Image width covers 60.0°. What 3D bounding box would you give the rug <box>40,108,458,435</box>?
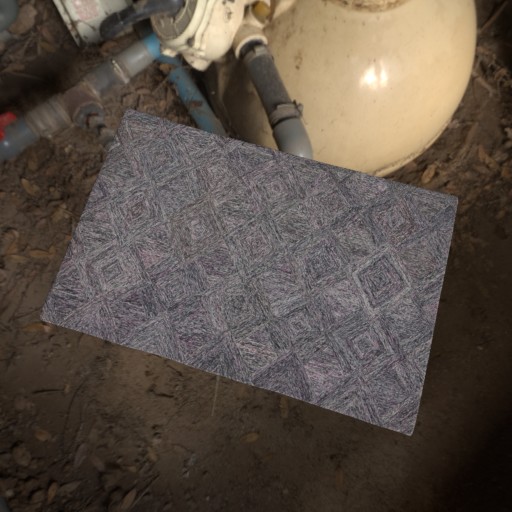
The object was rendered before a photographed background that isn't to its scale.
[{"bbox_3d":[0.000,0.000,2.112,1.752,0.013,1.158,16,76,4],"label":"rug"}]
